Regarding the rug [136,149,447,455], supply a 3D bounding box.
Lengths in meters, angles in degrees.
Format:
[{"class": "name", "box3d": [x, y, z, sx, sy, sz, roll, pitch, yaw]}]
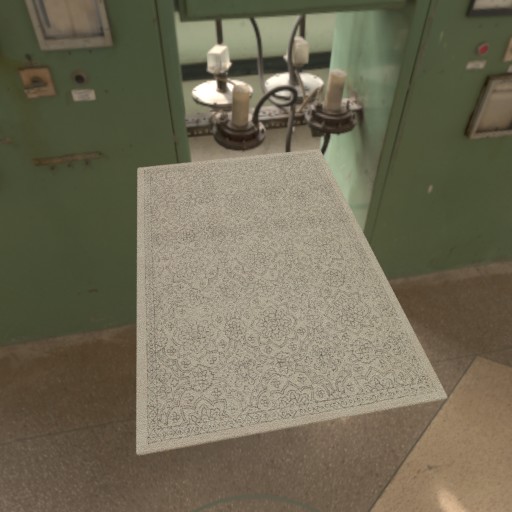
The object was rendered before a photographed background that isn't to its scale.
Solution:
[{"class": "rug", "box3d": [0.000, 0.000, 2.310, 1.219, 0.010, 1.829, -8, 46, -7]}]
